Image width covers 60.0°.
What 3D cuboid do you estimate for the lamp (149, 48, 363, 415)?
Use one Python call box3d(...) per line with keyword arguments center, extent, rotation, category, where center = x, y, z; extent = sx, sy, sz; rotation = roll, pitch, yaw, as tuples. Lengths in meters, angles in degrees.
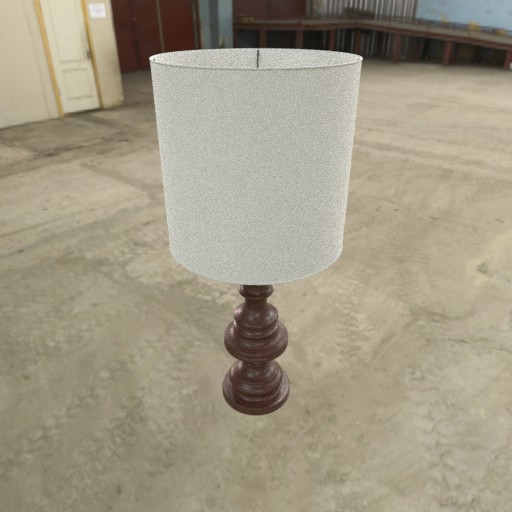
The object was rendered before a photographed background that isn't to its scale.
box3d(center=(0.000, 0.000, 0.552), extent=(0.208, 0.455, 0.208), rotation=(-10, 30, -17), category="lamp")
